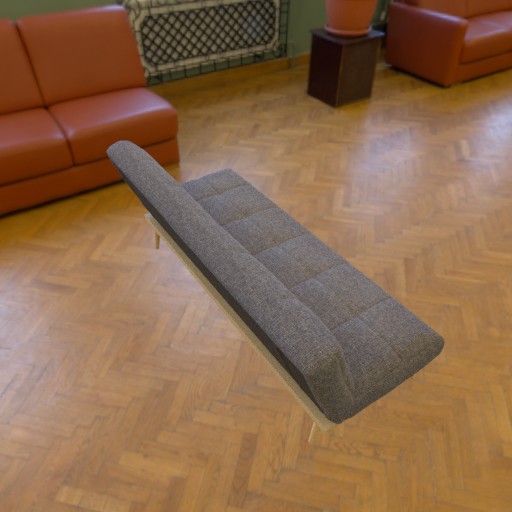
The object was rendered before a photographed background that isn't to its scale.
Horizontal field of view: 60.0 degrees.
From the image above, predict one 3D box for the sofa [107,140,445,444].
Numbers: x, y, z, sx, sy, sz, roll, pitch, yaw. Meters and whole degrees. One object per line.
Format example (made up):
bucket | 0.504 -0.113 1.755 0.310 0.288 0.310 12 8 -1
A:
sofa | 0.000 0.000 2.311 0.820 0.770 1.820 -24 47 -25
